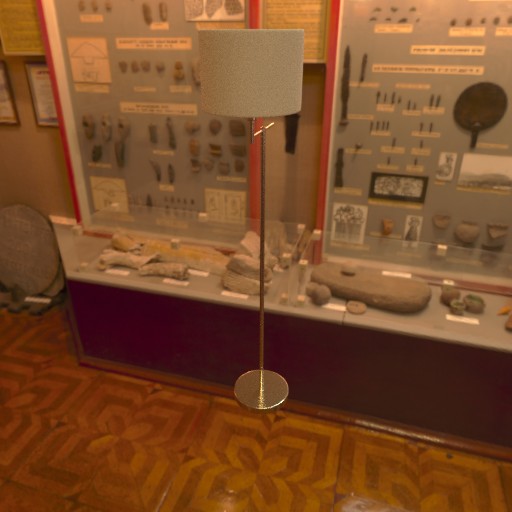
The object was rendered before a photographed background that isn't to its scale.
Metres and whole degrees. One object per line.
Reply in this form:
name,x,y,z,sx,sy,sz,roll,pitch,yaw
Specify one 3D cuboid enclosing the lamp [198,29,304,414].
lamp,0.000,0.000,1.757,0.324,1.600,0.416,9,28,16
